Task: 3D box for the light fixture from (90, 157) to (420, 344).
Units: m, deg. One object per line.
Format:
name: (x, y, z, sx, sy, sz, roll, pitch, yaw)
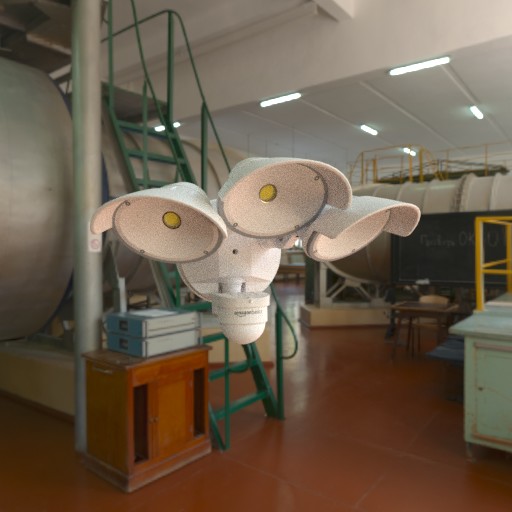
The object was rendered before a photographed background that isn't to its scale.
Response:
light fixture: (0.000, 0.000, 0.533, 0.369, 0.237, 0.278, 0, 1, -17)
